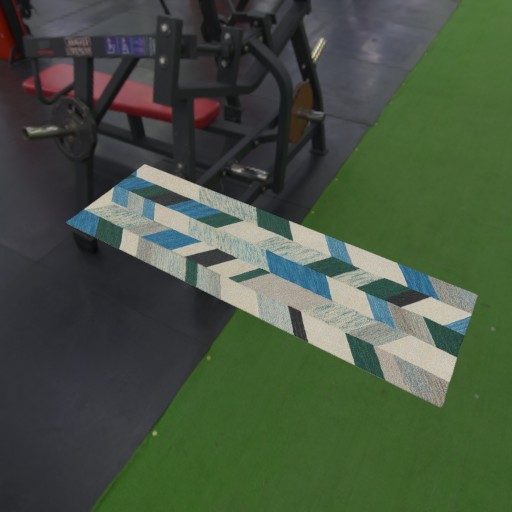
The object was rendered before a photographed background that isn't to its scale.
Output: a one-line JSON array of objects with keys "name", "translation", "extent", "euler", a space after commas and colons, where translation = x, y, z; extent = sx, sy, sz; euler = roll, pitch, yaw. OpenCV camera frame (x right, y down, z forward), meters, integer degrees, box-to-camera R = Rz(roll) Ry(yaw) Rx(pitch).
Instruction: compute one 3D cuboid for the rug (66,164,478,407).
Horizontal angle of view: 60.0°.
[{"name": "rug", "translation": [0.000, 0.000, 2.675], "extent": [2.437, 0.008, 0.774], "euler": [24, 50, 21]}]
